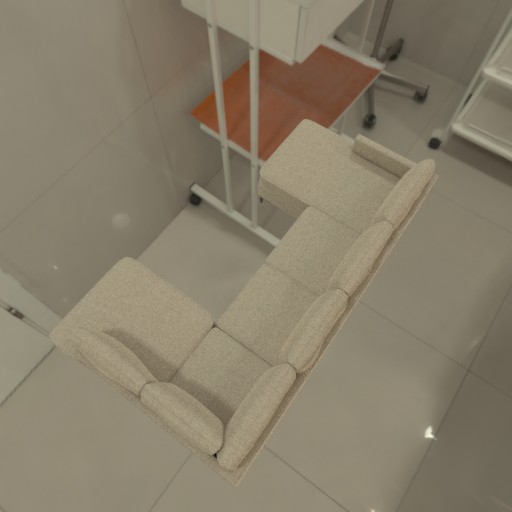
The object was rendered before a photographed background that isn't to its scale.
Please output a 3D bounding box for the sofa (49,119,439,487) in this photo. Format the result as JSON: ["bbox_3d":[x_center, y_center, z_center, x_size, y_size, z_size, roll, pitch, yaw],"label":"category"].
[{"bbox_3d":[0.000,0.000,4.208,2.021,0.996,3.423,33,68,15],"label":"sofa"}]
